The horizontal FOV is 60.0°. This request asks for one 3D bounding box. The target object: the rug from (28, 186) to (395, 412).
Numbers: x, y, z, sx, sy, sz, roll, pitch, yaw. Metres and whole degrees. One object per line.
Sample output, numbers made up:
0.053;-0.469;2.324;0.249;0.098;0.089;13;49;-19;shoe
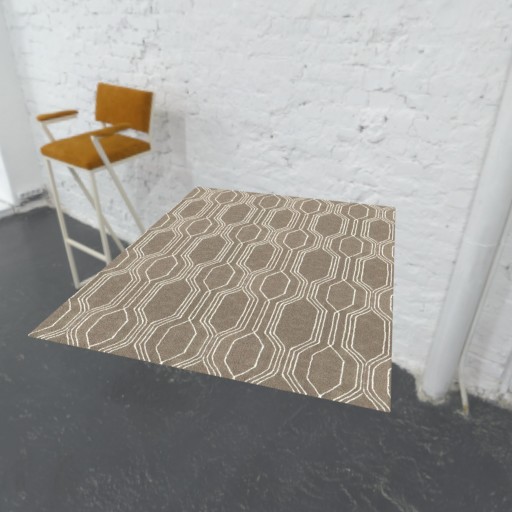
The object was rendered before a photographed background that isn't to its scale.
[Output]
0.000;0.000;4.093;2.457;0.012;3.062;8;30;14;rug
